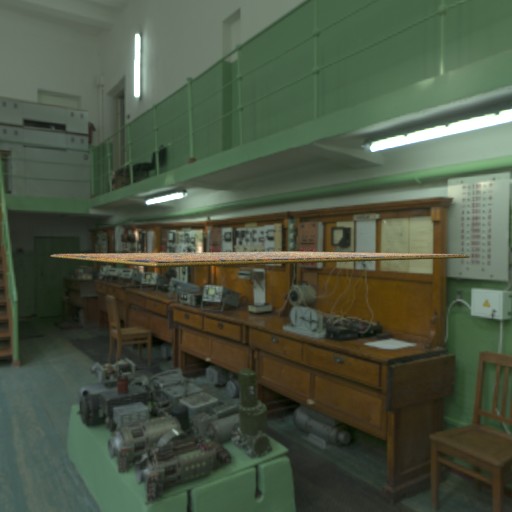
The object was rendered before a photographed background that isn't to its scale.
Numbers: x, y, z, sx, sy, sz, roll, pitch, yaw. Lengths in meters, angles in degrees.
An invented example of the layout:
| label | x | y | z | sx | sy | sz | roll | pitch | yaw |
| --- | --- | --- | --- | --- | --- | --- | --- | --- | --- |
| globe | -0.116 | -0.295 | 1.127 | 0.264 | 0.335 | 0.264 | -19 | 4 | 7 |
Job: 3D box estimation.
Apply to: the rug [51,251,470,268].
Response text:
| label | x | y | z | sx | sy | sz | roll | pitch | yaw |
| --- | --- | --- | --- | --- | --- | --- | --- | --- | --- |
| rug | 0.000 | 0.000 | 4.109 | 3.040 | 0.031 | 2.435 | -1 | 2 | -36 |
